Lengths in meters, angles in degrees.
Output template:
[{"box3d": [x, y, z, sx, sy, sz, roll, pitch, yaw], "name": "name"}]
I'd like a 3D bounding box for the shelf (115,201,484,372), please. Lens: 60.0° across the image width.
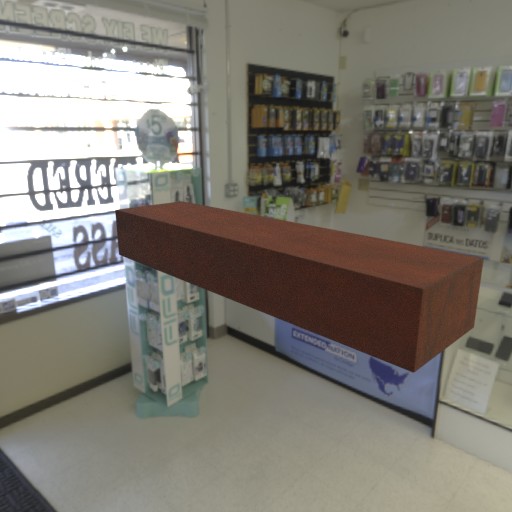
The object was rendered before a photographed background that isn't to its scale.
[{"box3d": [0.000, 0.000, 0.687, 0.152, 0.088, 0.607, -15, 21, -42], "name": "shelf"}]
